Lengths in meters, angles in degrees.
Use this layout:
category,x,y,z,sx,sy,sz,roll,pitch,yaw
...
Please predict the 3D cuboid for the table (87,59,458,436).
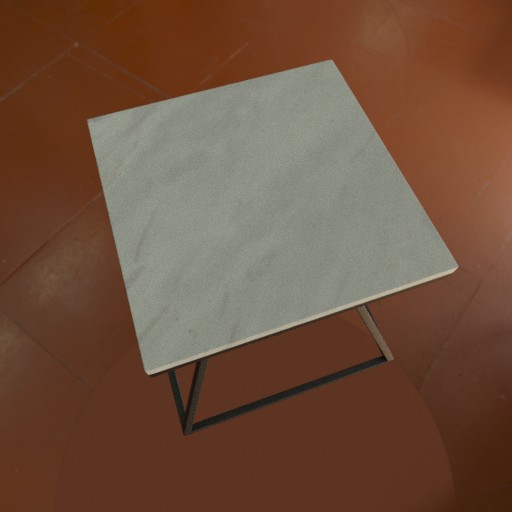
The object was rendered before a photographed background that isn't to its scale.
category,x,y,z,sx,sy,sz,roll,pitch,yaw
table,0.000,0.000,0.812,0.455,0.431,0.455,-17,64,-9
